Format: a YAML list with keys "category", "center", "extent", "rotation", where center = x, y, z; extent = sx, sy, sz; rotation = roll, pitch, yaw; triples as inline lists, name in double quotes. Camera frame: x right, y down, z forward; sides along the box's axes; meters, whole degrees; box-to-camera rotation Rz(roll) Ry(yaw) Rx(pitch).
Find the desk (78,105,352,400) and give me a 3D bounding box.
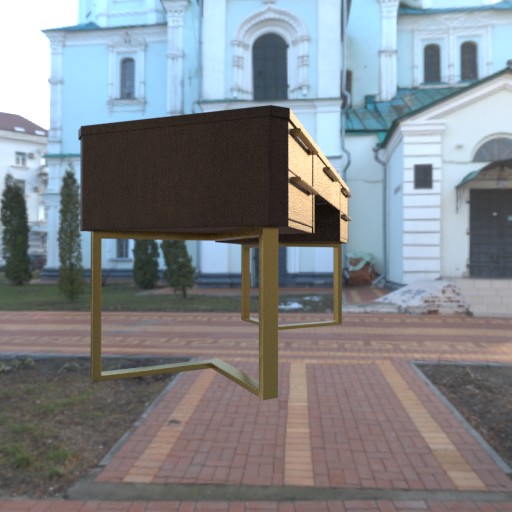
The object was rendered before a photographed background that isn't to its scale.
- category: "desk"
  center: [0.000, 0.000, 1.915]
  extent: [0.684, 0.762, 1.479]
  rotation: [0, 0, 18]
